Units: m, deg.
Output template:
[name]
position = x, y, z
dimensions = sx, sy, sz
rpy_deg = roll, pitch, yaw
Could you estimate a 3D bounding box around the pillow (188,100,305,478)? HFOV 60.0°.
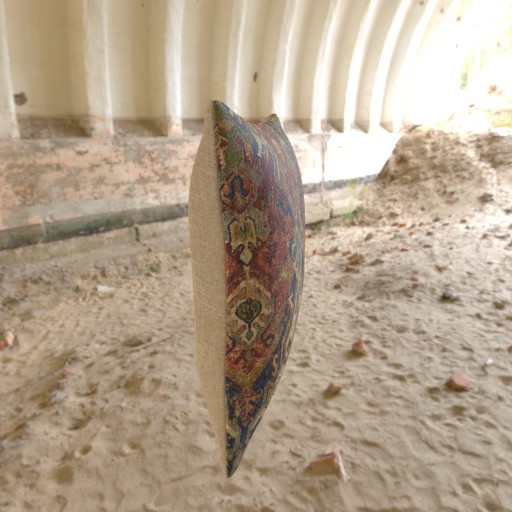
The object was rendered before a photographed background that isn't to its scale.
[pillow]
position = 0.000, 0.000, 0.799
dimensions = 0.166, 0.506, 0.523
rpy_deg = 3, 16, 10
